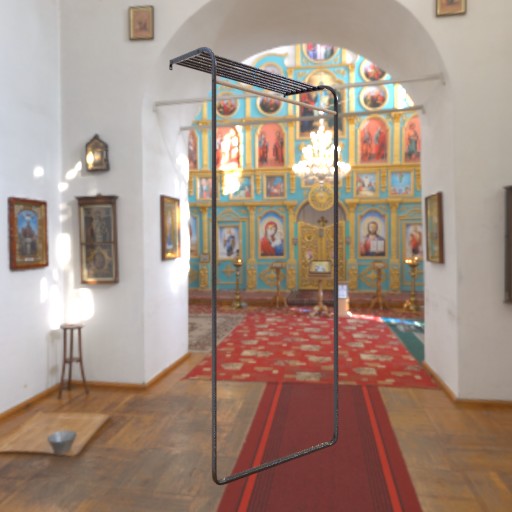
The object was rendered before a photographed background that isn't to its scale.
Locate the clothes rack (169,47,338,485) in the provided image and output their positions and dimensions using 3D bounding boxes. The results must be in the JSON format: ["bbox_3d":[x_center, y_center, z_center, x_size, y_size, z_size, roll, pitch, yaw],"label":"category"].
[{"bbox_3d":[0.000,0.000,1.819,0.609,1.574,0.349,0,0,-36],"label":"clothes rack"}]
